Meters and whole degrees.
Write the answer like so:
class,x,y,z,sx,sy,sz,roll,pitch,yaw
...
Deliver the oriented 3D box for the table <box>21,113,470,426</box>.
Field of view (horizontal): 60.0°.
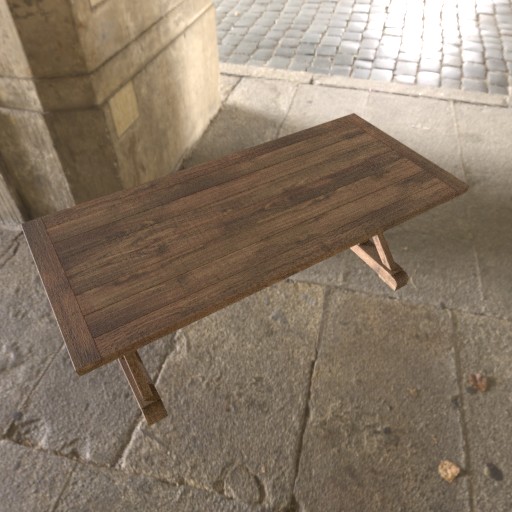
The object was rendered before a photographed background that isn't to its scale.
class,x,y,z,sx,sy,sz,roll,pitch,yaw
table,0.000,0.000,2.440,2.031,0.733,0.907,-24,50,-22
